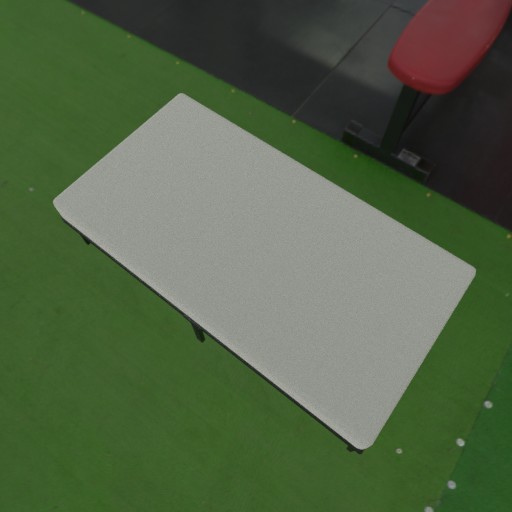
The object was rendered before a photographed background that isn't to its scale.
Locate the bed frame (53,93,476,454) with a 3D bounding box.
[{"bbox_3d":[0.000,0.000,3.288,2.635,0.680,1.393,35,68,16],"label":"bed frame"}]
